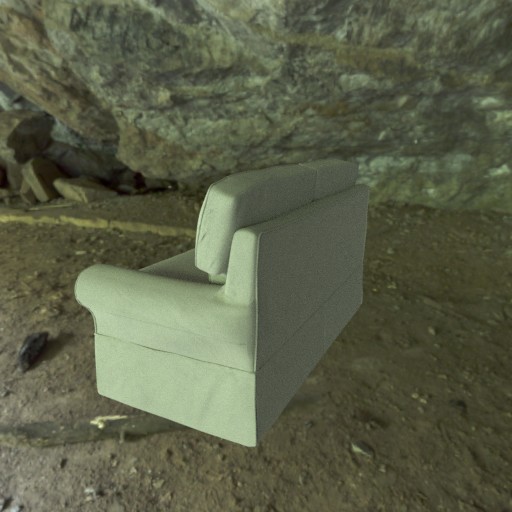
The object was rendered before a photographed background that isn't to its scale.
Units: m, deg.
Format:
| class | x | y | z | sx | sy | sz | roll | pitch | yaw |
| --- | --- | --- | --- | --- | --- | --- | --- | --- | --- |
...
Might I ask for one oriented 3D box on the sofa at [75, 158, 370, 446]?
| class | x | y | z | sx | sy | sz | roll | pitch | yaw |
| --- | --- | --- | --- | --- | --- | --- | --- | --- | --- |
| sofa | 0.000 | 0.000 | 2.452 | 0.841 | 1.024 | 1.823 | 8 | 17 | 26 |
